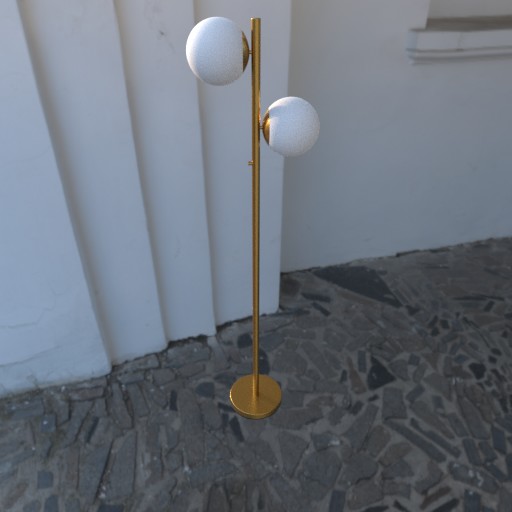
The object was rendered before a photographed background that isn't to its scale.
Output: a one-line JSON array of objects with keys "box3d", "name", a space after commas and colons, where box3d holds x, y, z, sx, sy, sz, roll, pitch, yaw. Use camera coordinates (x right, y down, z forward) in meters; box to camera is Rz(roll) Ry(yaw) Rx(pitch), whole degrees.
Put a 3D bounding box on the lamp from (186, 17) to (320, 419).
[{"box3d": [0.000, 0.000, 1.724, 0.419, 1.641, 0.249, -1, 32, -2], "name": "lamp"}]
